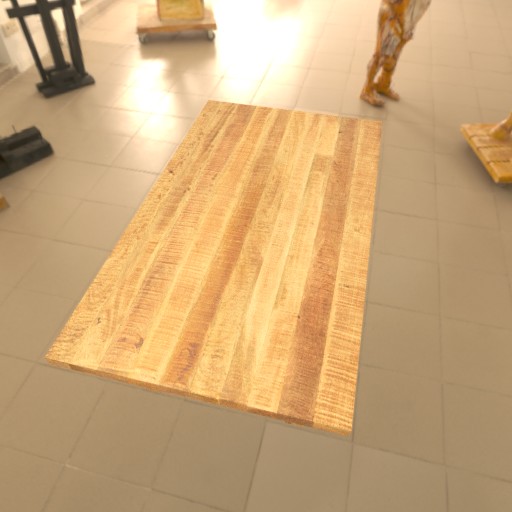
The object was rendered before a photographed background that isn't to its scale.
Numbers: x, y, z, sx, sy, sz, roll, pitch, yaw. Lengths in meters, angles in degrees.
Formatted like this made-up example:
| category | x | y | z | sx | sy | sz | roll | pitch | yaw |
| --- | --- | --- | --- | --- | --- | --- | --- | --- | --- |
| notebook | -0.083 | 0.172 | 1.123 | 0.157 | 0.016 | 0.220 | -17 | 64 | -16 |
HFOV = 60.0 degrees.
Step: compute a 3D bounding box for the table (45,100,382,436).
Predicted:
| category | x | y | z | sx | sy | sz | roll | pitch | yaw |
| --- | --- | --- | --- | --- | --- | --- | --- | --- | --- |
| table | 0.000 | 0.000 | 1.641 | 0.760 | 0.455 | 1.320 | 10 | 48 | 9 |
